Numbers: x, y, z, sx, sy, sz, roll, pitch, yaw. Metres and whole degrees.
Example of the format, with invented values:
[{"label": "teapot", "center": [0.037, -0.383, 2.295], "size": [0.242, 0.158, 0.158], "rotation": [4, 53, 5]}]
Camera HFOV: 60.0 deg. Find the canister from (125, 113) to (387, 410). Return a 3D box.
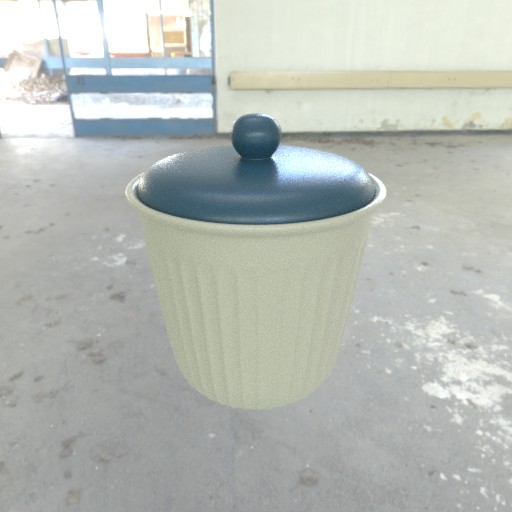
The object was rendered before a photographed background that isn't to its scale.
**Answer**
[{"label": "canister", "center": [0.000, 0.000, 0.342], "size": [0.181, 0.211, 0.181], "rotation": [0, 25, 0]}]
